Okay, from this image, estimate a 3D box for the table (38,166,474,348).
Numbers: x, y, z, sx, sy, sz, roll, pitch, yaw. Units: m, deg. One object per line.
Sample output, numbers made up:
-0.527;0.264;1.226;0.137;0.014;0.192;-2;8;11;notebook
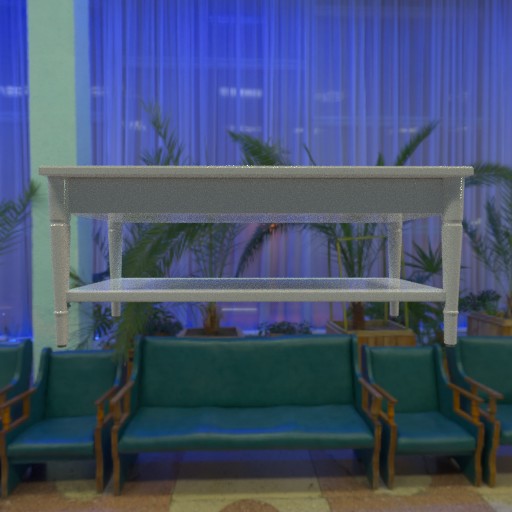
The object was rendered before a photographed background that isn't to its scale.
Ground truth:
0.000;0.000;1.371;1.067;0.457;0.559;0;2;0;table
